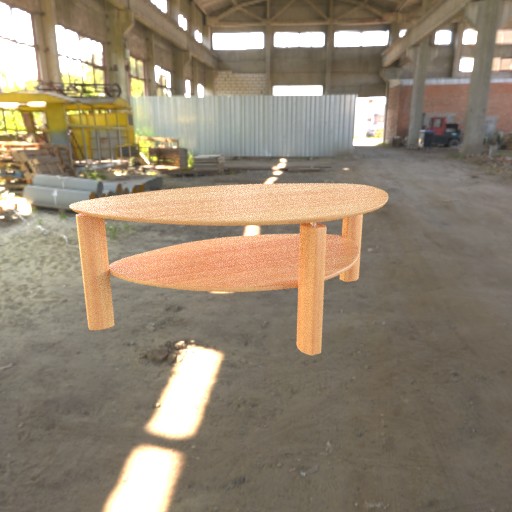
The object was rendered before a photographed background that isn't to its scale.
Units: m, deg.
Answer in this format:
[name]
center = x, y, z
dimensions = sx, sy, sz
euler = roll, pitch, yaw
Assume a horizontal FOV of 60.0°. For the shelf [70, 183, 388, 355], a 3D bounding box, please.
[shelf]
center = 0.000, 0.000, 1.680
dimensions = 1.246, 0.440, 0.845
euler = -8, 18, -27
